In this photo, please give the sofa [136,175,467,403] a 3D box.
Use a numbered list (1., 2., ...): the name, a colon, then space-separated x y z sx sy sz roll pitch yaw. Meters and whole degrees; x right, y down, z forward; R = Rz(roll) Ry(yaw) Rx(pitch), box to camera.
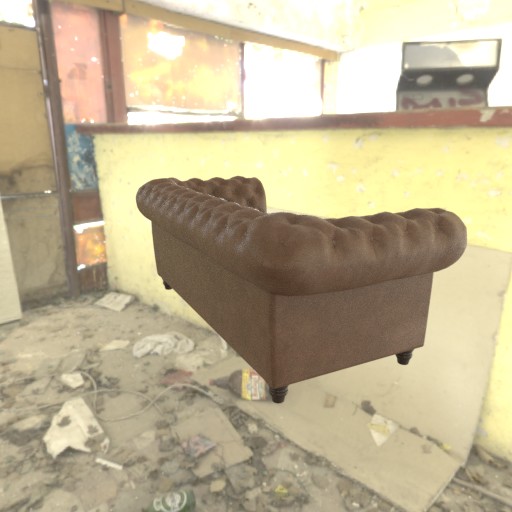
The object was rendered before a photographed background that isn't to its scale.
1. sofa: 0.000 0.000 2.540 0.955 0.784 2.048 -8 17 -26
